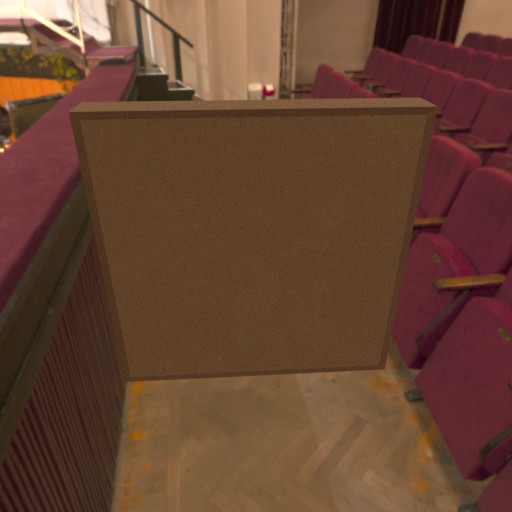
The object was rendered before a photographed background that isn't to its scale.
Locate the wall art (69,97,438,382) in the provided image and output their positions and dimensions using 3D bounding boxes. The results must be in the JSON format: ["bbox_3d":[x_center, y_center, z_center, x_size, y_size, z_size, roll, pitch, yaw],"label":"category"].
[{"bbox_3d":[0.000,0.000,0.458,0.304,0.303,0.038,-2,31,-3],"label":"wall art"}]
